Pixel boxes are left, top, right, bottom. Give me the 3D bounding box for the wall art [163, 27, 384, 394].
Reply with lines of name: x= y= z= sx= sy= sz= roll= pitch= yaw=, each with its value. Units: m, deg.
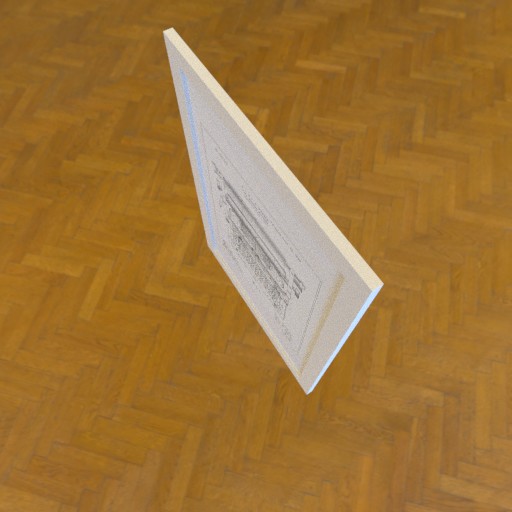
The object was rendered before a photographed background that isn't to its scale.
wall art: x=0.000 y=0.000 z=0.680 sx=0.013 sy=0.533 sz=0.381 roll=-30 pitch=67 yaw=-14
